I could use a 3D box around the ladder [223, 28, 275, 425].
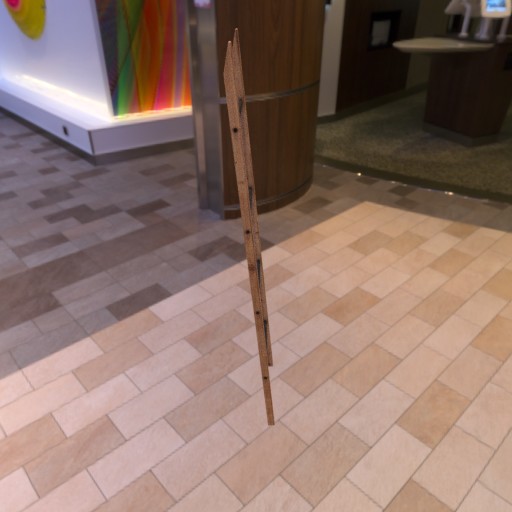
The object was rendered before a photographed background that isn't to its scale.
[{"bbox_3d":[0.000,0.000,2.011,0.200,1.805,0.442,0,32,1],"label":"ladder"}]
